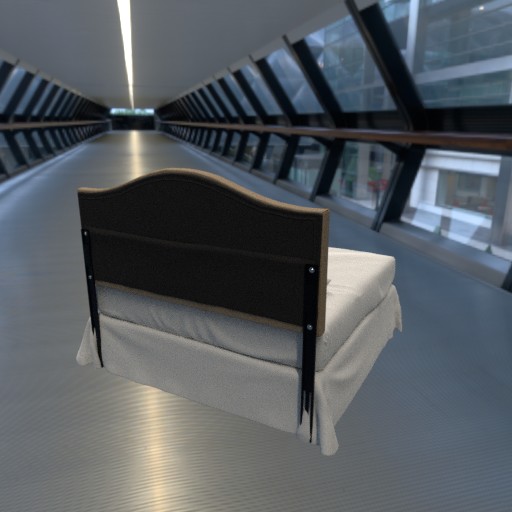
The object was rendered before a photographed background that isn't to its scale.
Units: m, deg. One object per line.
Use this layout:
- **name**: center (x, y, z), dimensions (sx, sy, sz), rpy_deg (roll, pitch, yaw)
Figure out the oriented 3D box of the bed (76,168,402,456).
- **bed**: center (0.000, 0.000, 3.879), dimensions (2.311, 1.651, 2.222), rpy_deg (9, 18, 28)
